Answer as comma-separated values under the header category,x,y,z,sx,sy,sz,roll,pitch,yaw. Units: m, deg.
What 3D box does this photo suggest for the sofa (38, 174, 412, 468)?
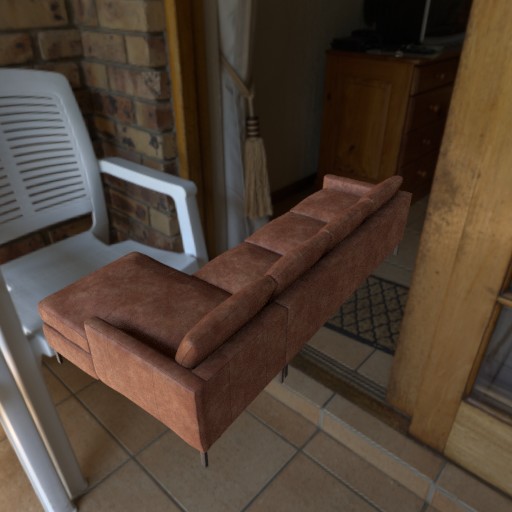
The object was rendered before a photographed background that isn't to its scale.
category,x,y,z,sx,sy,sz,roll,pitch,yaw
sofa,0.000,0.000,3.613,1.471,0.859,2.993,21,37,30
